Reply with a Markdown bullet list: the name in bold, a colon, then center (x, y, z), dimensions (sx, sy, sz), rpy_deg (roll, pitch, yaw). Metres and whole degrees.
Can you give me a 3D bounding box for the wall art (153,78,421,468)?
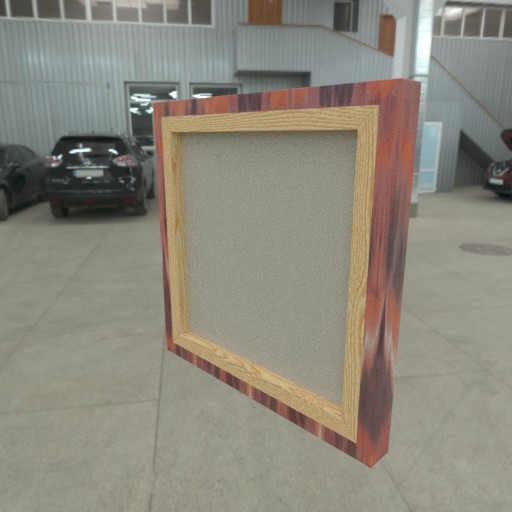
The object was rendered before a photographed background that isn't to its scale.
- **wall art**: center (0.000, 0.000, 0.591), dimensions (0.038, 0.406, 0.403), rpy_deg (-14, 21, -43)
